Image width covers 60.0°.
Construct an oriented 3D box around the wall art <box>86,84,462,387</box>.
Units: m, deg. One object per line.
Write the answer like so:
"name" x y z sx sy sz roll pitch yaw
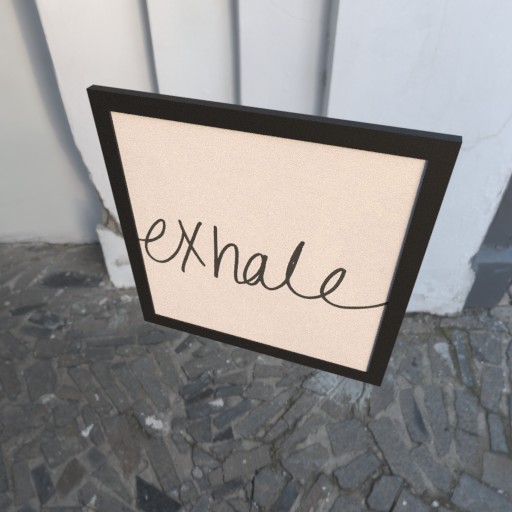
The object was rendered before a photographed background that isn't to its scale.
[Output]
"wall art" 0.000 0.000 0.525 0.358 0.357 0.012 13 43 14
